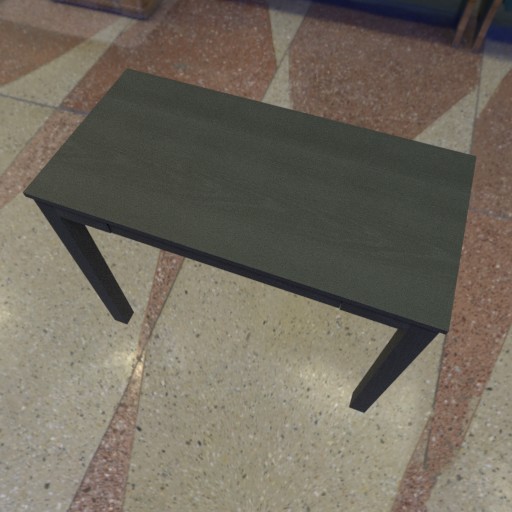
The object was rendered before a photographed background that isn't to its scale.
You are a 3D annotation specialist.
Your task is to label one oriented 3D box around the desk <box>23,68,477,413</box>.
[{"bbox_3d":[0.000,0.000,1.401,0.991,0.762,0.499,18,60,11],"label":"desk"}]
